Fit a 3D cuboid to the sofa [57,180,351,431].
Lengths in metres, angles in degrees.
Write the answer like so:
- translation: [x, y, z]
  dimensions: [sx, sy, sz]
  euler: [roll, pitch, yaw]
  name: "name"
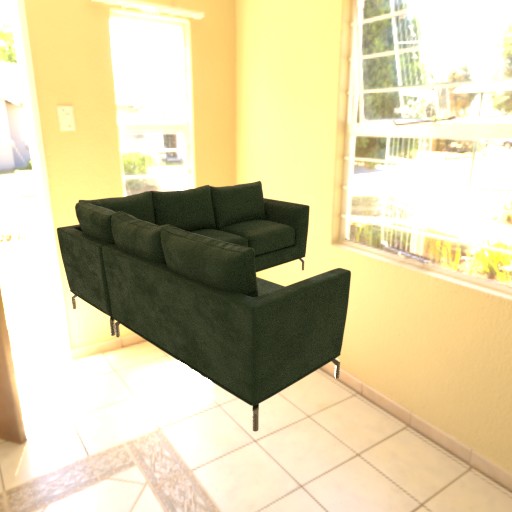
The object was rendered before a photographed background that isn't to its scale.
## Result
- translation: [0.000, 0.000, 3.881]
  dimensions: [2.452, 1.004, 2.468]
  euler: [-16, 23, -42]
  name: "sofa"
